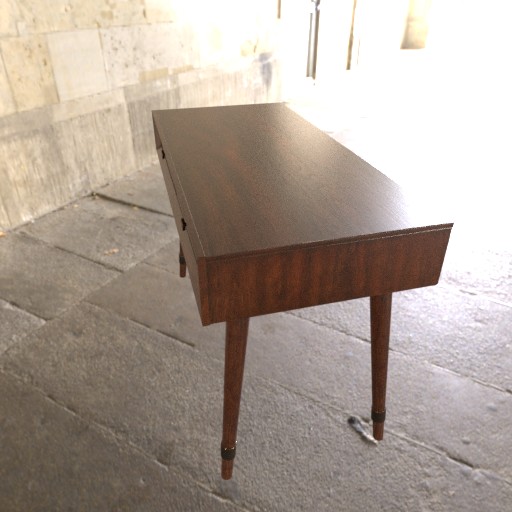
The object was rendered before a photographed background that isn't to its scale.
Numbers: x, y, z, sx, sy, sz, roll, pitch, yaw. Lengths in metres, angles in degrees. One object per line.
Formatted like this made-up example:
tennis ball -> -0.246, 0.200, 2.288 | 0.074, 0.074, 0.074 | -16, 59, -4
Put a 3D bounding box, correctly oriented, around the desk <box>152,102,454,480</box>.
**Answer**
desk -> 0.000, 0.000, 2.088 | 0.734, 1.031, 1.577 | -8, 32, -13
